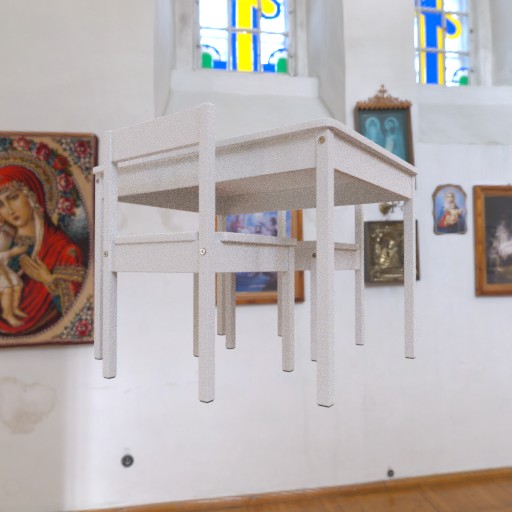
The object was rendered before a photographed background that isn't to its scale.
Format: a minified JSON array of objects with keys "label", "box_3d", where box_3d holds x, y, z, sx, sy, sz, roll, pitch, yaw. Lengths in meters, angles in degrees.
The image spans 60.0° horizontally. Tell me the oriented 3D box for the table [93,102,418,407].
[{"label":"table","box_3d":[0.000,0.000,1.091,0.650,0.503,0.672,-1,-1,36]}]
